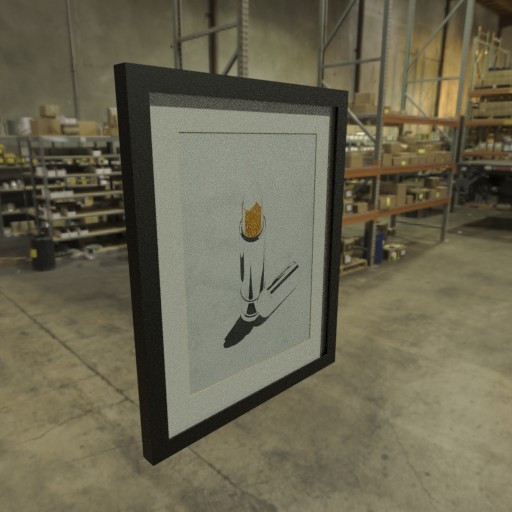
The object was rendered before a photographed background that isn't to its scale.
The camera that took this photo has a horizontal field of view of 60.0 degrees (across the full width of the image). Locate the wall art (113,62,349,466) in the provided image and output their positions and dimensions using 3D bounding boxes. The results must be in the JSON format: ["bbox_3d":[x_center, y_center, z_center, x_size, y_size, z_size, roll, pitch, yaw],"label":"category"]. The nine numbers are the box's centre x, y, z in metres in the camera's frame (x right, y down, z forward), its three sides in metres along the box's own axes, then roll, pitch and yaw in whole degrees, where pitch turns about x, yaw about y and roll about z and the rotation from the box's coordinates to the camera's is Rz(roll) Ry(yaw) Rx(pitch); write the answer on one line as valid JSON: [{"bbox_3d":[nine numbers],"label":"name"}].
[{"bbox_3d":[0.000,0.000,0.754,0.457,0.559,0.029,-14,20,-43],"label":"wall art"}]
